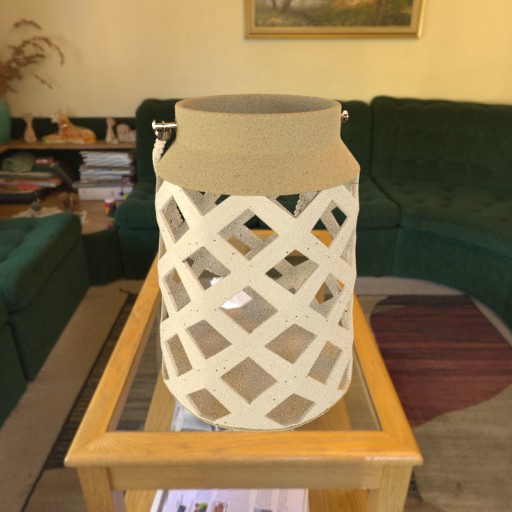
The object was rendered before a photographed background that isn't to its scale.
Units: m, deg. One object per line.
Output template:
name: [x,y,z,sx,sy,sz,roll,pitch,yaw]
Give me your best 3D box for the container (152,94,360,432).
container: [0.000,0.000,0.346,0.163,0.229,0.172,-8,27,-16]
